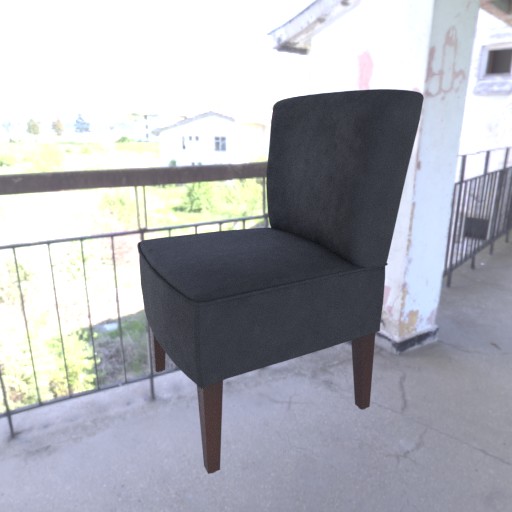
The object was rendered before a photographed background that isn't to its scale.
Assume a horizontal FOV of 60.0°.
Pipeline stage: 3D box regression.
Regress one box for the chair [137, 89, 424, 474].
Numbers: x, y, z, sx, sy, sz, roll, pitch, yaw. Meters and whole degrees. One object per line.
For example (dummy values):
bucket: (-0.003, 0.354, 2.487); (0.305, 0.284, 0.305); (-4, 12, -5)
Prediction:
chair: (0.000, 0.000, 1.142); (0.554, 0.806, 0.521); (-8, 19, -25)
